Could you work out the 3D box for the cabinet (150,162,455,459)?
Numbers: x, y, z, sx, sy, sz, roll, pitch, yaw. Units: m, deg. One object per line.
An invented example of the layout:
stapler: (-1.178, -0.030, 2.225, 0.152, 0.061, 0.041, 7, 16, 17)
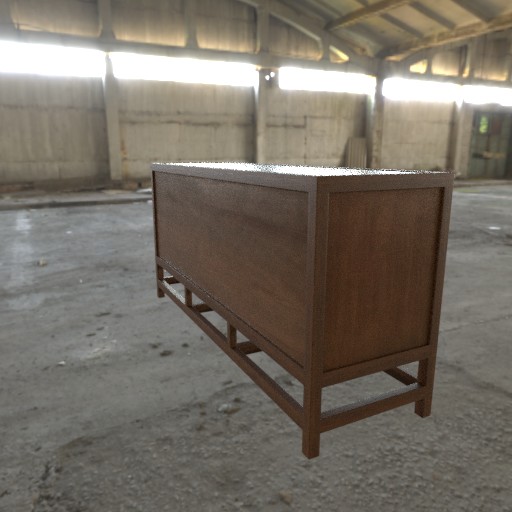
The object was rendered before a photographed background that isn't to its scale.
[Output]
cabinet: (0.000, 0.000, 2.063, 0.522, 0.820, 1.708, -7, 15, -26)
